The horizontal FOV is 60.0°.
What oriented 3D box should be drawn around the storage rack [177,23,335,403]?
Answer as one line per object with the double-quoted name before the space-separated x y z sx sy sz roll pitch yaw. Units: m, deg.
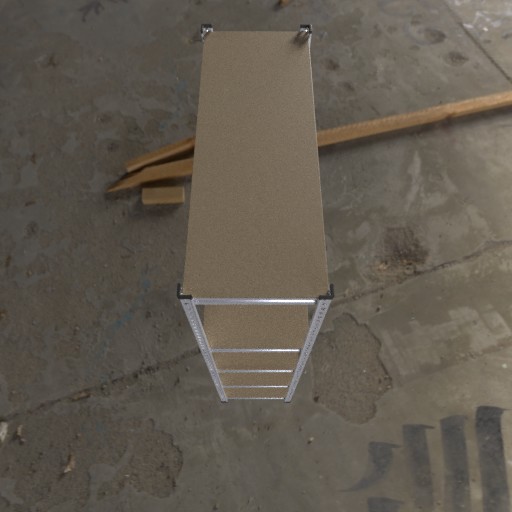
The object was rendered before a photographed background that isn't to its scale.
"storage rack" 0.000 0.000 2.365 0.457 1.829 1.219 0 63 0
